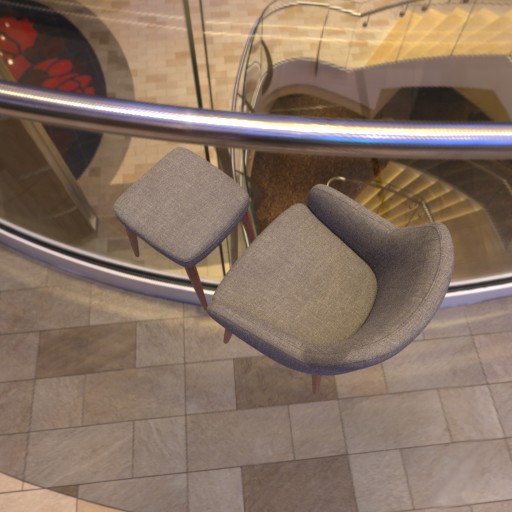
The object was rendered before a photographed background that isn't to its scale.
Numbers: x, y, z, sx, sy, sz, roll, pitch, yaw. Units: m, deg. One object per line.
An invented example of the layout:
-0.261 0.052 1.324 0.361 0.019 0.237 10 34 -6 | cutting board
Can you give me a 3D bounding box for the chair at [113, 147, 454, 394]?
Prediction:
0.000 0.000 1.558 1.107 0.799 0.584 35 69 16 | chair
